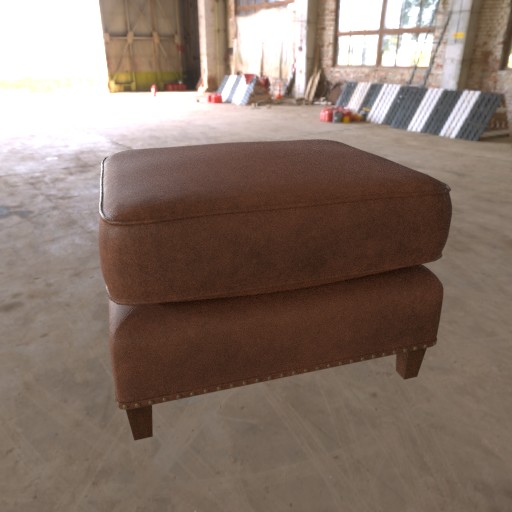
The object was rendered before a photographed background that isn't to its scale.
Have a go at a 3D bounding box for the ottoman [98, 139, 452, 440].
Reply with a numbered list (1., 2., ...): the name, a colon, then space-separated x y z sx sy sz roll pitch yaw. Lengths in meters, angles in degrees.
1. ottoman: 0.000 0.000 1.130 0.738 0.537 0.589 -7 25 -15
